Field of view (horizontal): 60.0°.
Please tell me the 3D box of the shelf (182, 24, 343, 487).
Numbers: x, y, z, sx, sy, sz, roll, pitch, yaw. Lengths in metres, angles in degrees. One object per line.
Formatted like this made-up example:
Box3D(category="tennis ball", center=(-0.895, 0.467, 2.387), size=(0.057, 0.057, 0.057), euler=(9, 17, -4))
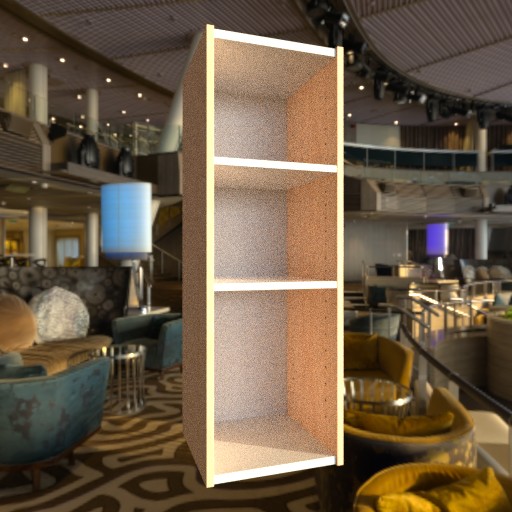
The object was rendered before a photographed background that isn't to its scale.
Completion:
Box3D(category="shelf", center=(0.000, 0.000, 1.045), size=(0.300, 0.900, 0.290), euler=(0, 0, -19))
